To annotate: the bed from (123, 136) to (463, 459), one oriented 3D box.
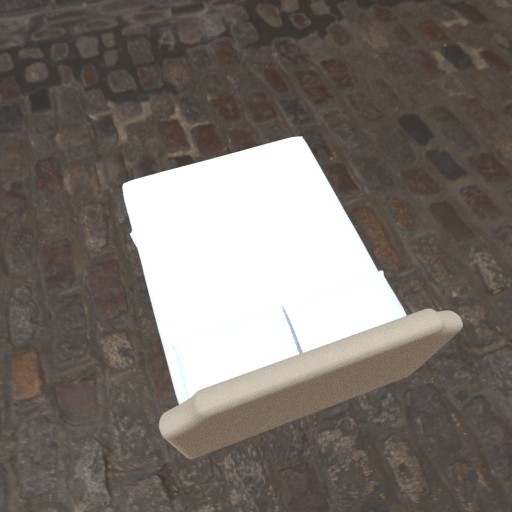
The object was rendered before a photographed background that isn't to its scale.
[{"bbox_3d":[0.000,0.000,3.316,1.828,1.301,2.204,-17,62,-10],"label":"bed"}]
